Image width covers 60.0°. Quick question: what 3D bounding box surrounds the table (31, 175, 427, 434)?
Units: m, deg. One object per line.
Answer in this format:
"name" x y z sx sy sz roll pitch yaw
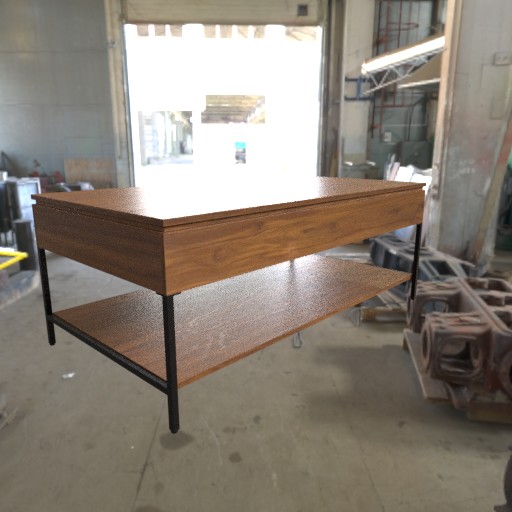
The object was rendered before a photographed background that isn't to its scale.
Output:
"table" 0.000 0.000 1.354 0.574 0.414 1.057 13 19 42
